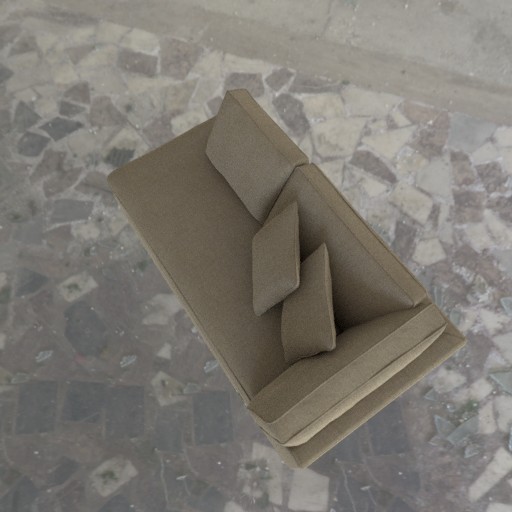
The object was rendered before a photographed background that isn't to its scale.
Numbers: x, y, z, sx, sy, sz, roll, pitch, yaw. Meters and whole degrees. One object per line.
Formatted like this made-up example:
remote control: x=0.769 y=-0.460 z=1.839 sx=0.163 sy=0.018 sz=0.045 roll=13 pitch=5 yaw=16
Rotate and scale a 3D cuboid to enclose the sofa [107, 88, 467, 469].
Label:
sofa: x=0.000 y=0.000 z=2.774 sx=1.110 sy=1.019 sz=2.238 roll=-31 pitch=68 yaw=-14
